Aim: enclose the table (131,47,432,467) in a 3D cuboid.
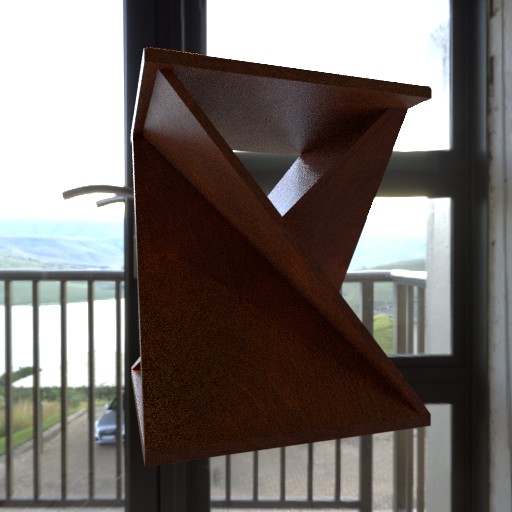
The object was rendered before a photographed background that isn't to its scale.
[{"bbox_3d":[0.000,0.000,0.817,0.427,0.520,0.427,0,0,-18],"label":"table"}]
